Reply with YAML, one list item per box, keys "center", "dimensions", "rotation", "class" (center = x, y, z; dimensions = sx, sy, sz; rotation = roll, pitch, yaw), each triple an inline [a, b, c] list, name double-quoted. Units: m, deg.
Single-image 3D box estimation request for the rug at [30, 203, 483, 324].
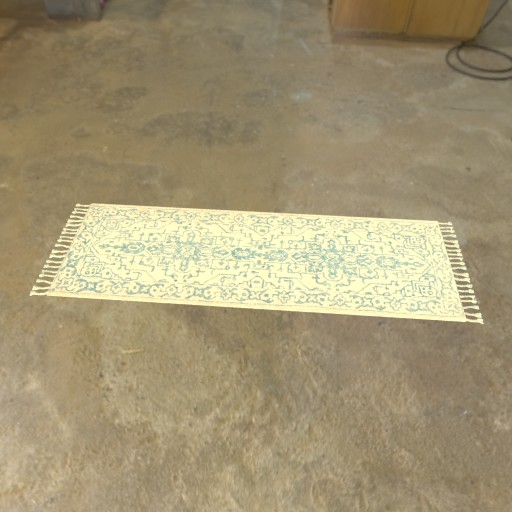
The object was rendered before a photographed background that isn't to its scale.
- center: [0.000, 0.000, 2.629]
  dimensions: [2.449, 0.011, 0.774]
  rotation: [3, 48, 3]
  class: "rug"
